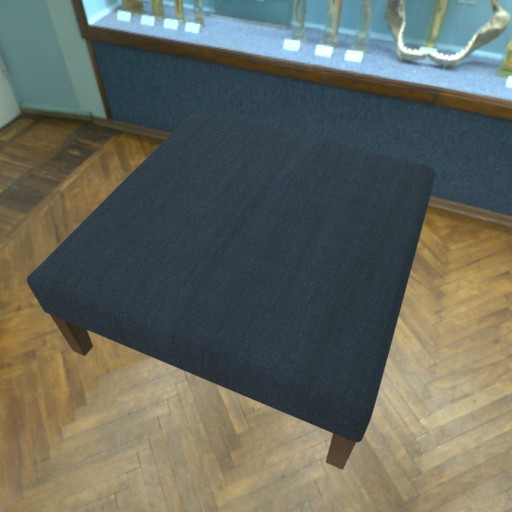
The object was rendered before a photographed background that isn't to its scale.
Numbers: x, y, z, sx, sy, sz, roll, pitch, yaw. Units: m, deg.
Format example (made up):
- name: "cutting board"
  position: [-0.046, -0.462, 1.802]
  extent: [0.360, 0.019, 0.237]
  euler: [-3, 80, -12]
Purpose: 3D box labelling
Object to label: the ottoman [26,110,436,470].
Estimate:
- name: "ottoman"
  position: [0.000, 0.000, 1.381]
  extent: [0.889, 0.411, 0.890]
  euler: [18, 50, 16]
